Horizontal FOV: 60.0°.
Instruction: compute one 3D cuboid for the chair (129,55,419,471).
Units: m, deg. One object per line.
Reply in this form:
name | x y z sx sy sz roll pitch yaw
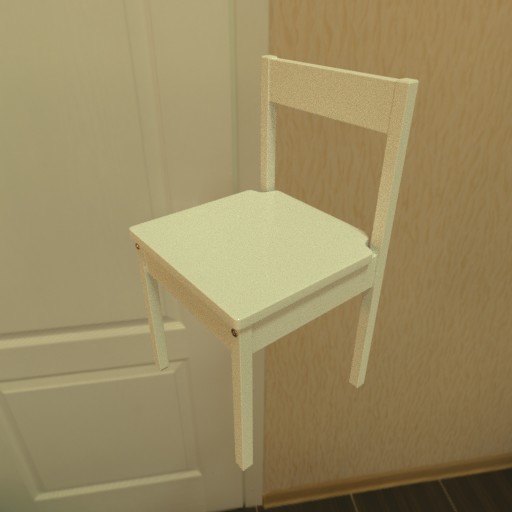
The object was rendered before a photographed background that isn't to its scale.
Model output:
chair | 0.000 0.000 0.878 0.361 0.668 0.367 -23 38 -32
